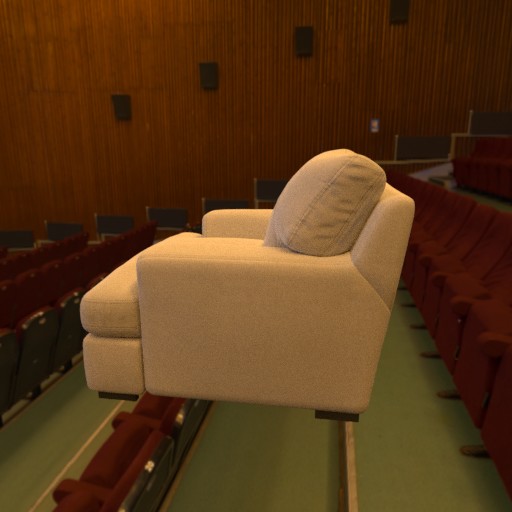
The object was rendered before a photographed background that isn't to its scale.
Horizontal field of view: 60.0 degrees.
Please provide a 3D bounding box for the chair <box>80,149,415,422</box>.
[{"bbox_3d":[0.000,0.000,2.008,1.158,0.930,1.140,2,15,9],"label":"chair"}]
